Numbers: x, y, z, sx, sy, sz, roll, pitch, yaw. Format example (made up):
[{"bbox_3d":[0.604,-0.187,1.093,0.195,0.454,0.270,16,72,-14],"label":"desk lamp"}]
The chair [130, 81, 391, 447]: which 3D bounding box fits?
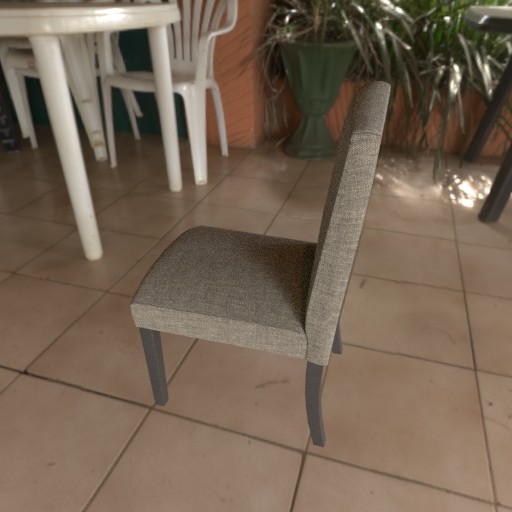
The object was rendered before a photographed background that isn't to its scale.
[{"bbox_3d":[0.000,0.000,1.222,0.580,0.917,0.451,9,32,14],"label":"chair"}]
